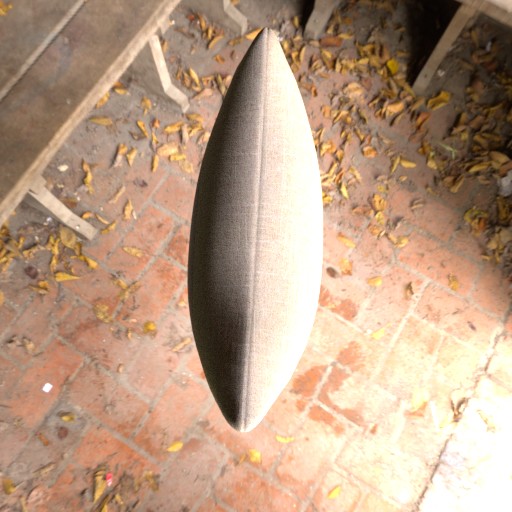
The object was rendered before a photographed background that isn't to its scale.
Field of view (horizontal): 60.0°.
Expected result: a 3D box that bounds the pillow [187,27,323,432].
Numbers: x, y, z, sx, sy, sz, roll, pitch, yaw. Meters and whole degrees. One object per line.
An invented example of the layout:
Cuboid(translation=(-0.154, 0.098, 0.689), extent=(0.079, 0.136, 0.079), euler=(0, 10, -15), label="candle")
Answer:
Cuboid(translation=(0.000, 0.000, 0.620), extent=(0.173, 0.399, 0.414), euler=(3, 76, 1), label="pillow")
